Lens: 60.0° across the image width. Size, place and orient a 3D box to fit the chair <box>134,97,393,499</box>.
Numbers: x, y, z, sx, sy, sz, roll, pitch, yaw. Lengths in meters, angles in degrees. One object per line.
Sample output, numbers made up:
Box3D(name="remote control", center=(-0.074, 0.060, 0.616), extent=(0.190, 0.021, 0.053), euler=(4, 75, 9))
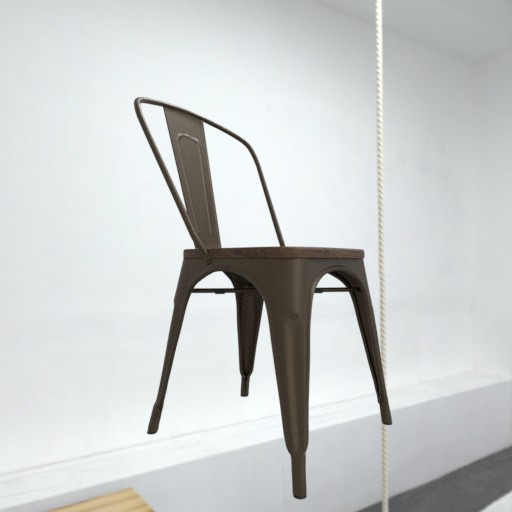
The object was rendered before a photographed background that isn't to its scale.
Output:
Box3D(name="chair", center=(0.000, 0.000, 1.101), extent=(0.532, 0.844, 0.451), euler=(0, -1, 37))
